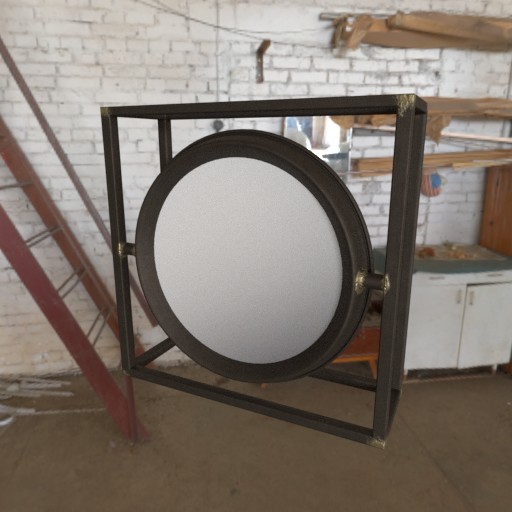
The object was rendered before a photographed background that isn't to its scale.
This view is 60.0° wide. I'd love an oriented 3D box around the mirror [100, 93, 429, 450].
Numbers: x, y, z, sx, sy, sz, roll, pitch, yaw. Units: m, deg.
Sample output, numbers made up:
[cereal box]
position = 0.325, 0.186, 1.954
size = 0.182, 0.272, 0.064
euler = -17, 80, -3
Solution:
[mirror]
position = 0.000, 0.000, 0.469
size = 0.306, 0.303, 0.107
euler = 7, 16, 25
